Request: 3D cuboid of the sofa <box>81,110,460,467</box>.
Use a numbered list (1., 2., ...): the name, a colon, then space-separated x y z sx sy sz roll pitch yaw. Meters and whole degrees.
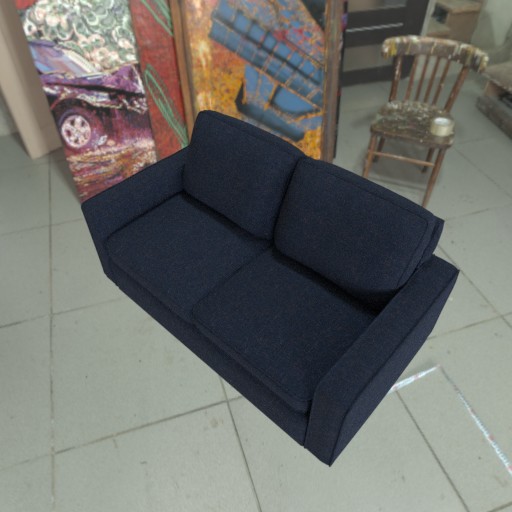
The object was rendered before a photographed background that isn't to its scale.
1. sofa: 0.000 0.000 2.265 1.709 0.918 0.947 33 54 28
